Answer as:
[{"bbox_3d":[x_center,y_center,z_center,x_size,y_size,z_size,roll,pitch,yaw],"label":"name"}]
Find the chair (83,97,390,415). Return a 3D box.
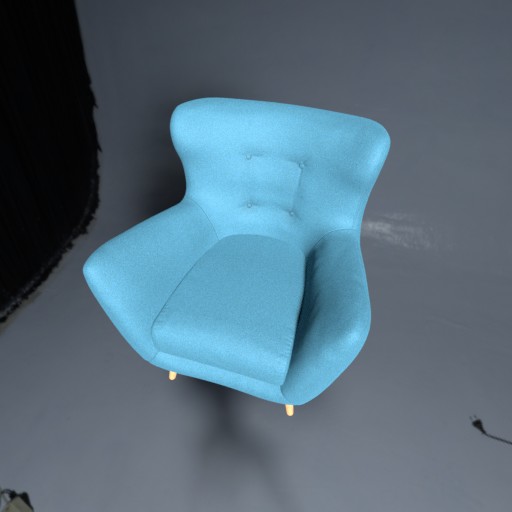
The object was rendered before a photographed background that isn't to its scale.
[{"bbox_3d":[0.000,0.000,1.671,0.890,0.889,0.889,12,44,13],"label":"chair"}]
